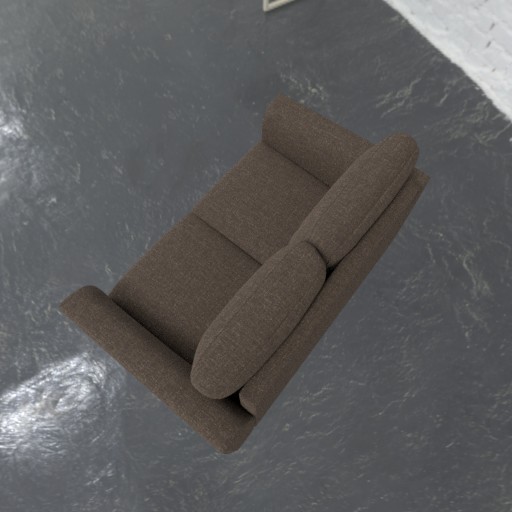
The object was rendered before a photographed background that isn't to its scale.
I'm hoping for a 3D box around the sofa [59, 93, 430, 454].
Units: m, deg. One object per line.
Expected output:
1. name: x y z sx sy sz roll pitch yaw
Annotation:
1. sofa: 0.000 0.000 1.979 0.851 0.885 1.423 35 69 16
